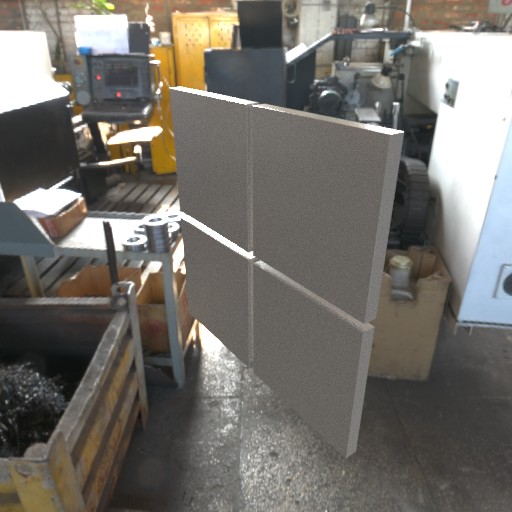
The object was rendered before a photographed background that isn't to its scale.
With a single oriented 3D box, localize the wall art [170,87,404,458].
[{"bbox_3d":[0.000,0.000,0.932,0.029,0.611,0.611,-19,33,-32],"label":"wall art"}]
